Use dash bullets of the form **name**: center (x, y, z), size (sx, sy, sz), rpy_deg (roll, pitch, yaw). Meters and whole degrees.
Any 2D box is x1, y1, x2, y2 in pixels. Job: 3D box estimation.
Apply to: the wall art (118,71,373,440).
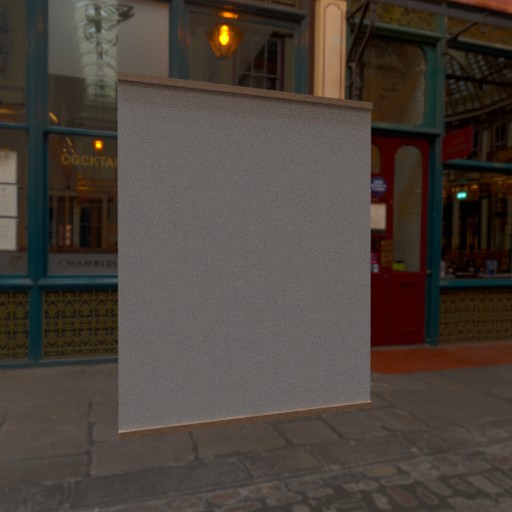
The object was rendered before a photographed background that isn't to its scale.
- **wall art**: center (0.000, 0.000, 0.681), size (0.405, 0.508, 0.012), rpy_deg (0, 1, -18)
